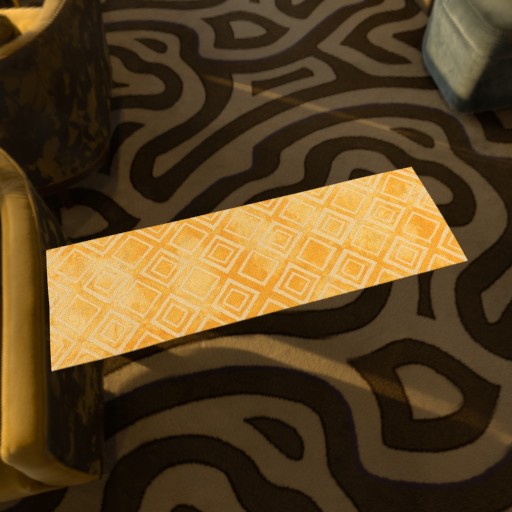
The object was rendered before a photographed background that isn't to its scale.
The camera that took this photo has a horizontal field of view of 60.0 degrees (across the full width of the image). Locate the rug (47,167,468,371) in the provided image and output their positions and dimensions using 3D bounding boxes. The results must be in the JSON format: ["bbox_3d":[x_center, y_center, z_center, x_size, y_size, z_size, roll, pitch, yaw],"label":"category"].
[{"bbox_3d":[0.000,0.000,2.673,2.438,0.010,0.775,-14,61,-8],"label":"rug"}]
